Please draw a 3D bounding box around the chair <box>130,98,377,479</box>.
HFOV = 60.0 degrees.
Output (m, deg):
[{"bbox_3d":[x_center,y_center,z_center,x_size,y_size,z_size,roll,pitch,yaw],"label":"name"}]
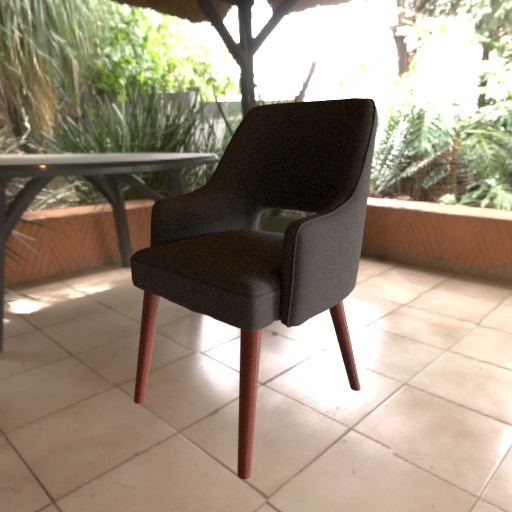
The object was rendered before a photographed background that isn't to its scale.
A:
[{"bbox_3d":[0.000,0.000,1.216,0.559,0.838,0.560,13,20,41],"label":"chair"}]
